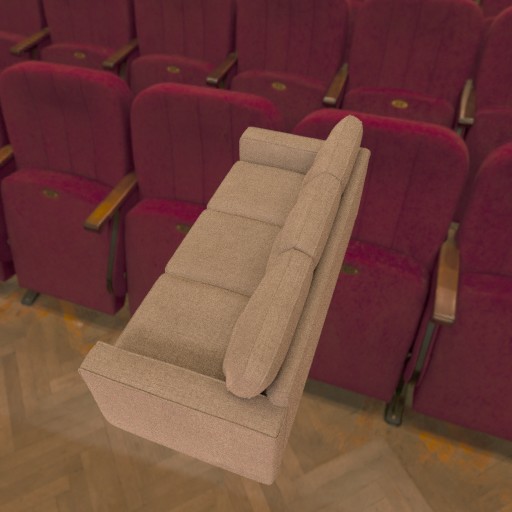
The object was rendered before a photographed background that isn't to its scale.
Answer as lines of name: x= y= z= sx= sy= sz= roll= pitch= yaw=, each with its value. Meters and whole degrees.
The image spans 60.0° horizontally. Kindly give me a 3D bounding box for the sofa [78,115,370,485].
sofa: x=0.000 y=0.000 z=2.613 sx=0.939 sy=0.965 sz=2.133 roll=15 pitch=48 yaw=13
